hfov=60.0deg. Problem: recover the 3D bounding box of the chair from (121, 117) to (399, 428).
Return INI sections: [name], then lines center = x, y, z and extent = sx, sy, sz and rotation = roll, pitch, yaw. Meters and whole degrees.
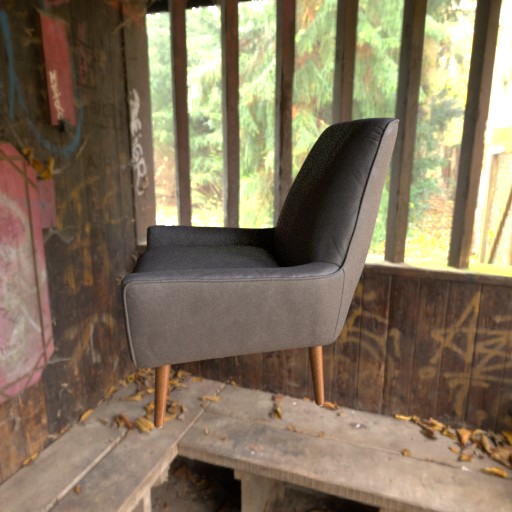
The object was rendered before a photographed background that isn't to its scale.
[chair]
center = 0.000, 0.000, 1.504
extent = 0.822, 0.888, 0.787
rotation = -2, 14, -8
